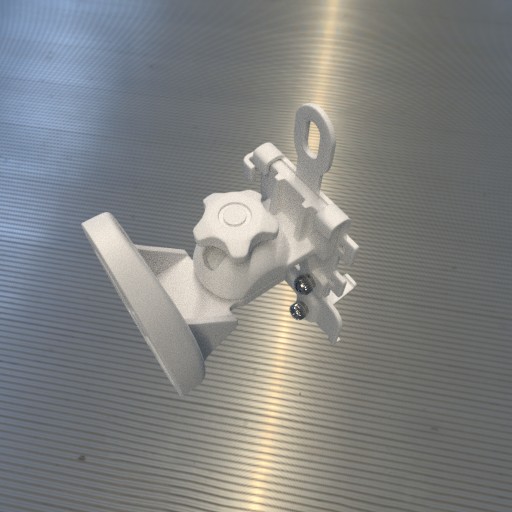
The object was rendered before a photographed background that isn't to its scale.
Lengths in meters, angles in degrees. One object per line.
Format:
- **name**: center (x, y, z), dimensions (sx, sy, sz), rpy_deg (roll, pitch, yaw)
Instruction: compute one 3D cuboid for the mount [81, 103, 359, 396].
- **mount**: center (0.000, 0.000, 0.170), dimensions (0.100, 0.118, 0.066), rpy_deg (-31, 63, -18)
